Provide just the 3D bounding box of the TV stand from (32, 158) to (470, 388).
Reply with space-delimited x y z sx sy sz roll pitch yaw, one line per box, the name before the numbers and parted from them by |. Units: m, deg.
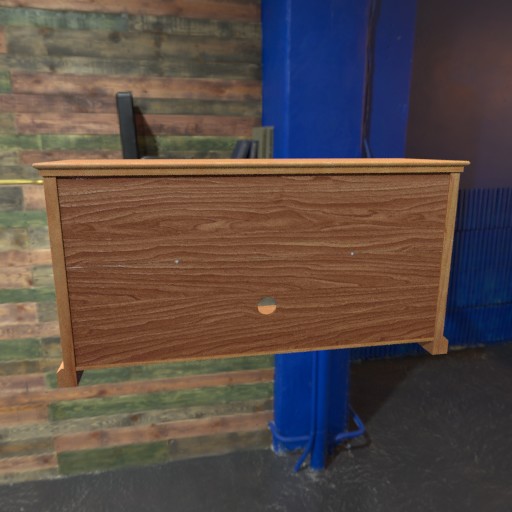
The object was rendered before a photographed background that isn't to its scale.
TV stand | 0.000 0.000 1.440 1.181 0.607 0.417 -2 14 -10
